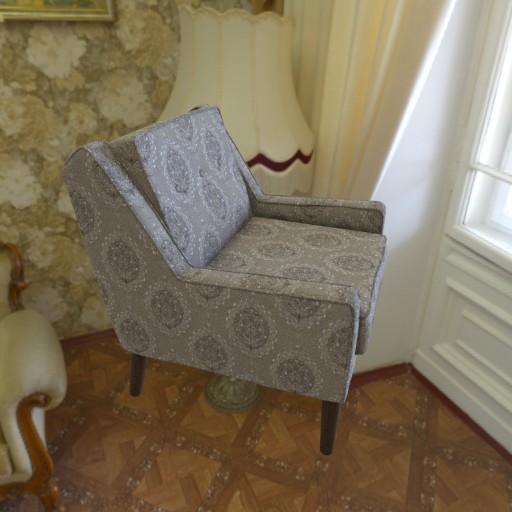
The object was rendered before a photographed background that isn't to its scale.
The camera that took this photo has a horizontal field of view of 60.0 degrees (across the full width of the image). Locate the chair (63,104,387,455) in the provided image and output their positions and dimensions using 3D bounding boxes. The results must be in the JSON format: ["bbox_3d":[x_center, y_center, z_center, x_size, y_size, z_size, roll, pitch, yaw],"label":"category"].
[{"bbox_3d":[0.000,0.000,1.352,0.750,0.797,0.665,10,29,18],"label":"chair"}]
